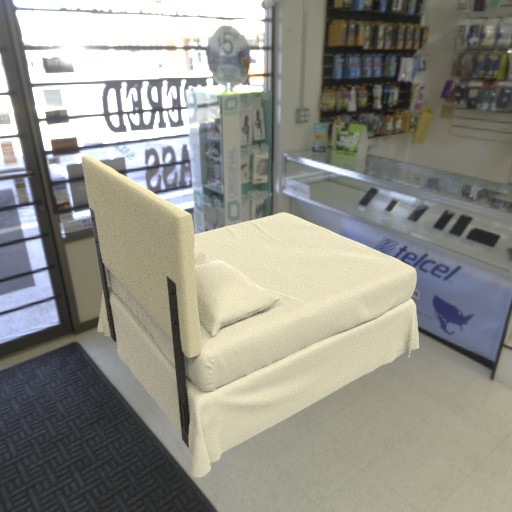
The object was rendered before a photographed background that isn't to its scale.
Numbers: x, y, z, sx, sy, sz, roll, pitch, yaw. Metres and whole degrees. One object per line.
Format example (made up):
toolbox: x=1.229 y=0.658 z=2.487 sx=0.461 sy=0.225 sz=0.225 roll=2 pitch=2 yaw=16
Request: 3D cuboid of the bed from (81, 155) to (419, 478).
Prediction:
bed: x=0.000 y=0.000 z=3.545 sx=2.222 sy=1.577 sz=1.936 roll=-16 pitch=30 yaw=-31
